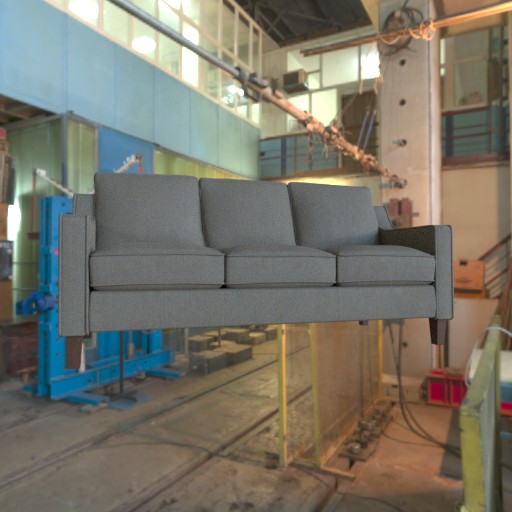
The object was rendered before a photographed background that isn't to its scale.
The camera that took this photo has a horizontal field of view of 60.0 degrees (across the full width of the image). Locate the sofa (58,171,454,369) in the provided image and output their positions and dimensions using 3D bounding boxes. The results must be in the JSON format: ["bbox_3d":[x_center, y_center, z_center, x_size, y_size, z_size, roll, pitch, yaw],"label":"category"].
[{"bbox_3d":[0.000,0.000,2.540,1.986,0.974,0.911,0,-1,-17],"label":"sofa"}]
